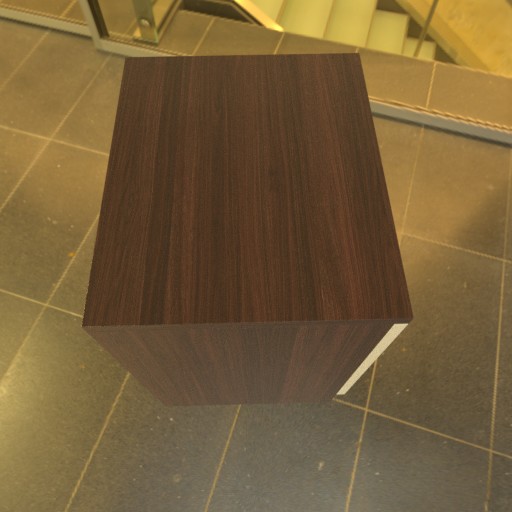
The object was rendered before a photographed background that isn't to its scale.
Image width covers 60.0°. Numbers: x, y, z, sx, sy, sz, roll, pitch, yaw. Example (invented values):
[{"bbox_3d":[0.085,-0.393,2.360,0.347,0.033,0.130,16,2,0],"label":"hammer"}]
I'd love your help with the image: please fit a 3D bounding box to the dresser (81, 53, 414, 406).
[{"bbox_3d":[0.000,0.000,0.745,0.360,0.470,0.400,-1,62,-1],"label":"dresser"}]
